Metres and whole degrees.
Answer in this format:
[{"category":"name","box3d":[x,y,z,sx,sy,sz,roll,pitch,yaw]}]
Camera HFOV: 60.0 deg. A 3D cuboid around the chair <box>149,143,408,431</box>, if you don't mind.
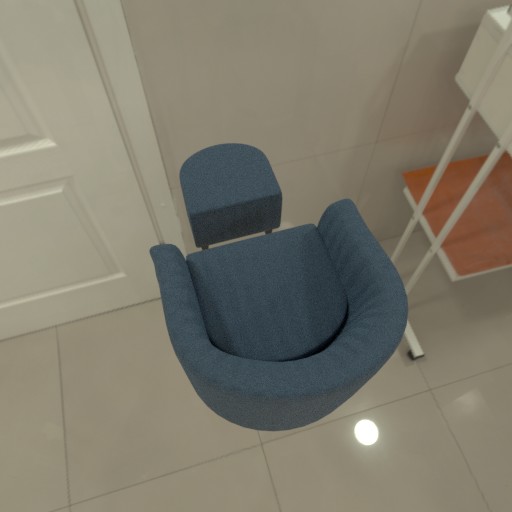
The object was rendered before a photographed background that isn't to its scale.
[{"category":"chair","box3d":[0.000,0.000,1.729,0.756,0.757,1.288,-14,60,-9]}]
